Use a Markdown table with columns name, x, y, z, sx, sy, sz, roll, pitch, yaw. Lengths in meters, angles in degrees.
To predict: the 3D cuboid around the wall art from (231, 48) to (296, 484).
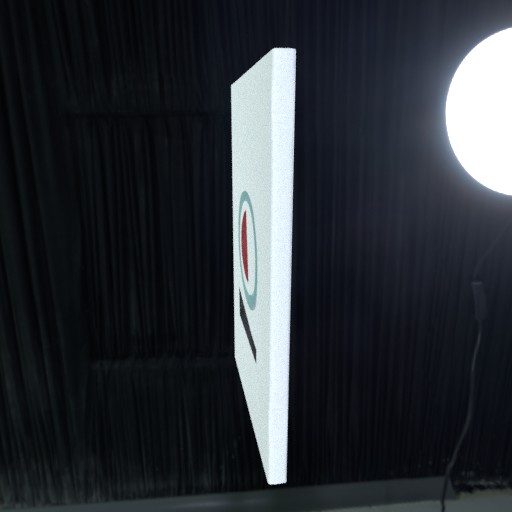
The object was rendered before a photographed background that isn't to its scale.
| name | x | y | z | sx | sy | sz | roll | pitch | yaw |
| --- | --- | --- | --- | --- | --- | --- | --- | --- | --- |
| wall art | 0.000 | 0.000 | 1.162 | 0.048 | 0.902 | 0.602 | -3 | 16 | -9 |
